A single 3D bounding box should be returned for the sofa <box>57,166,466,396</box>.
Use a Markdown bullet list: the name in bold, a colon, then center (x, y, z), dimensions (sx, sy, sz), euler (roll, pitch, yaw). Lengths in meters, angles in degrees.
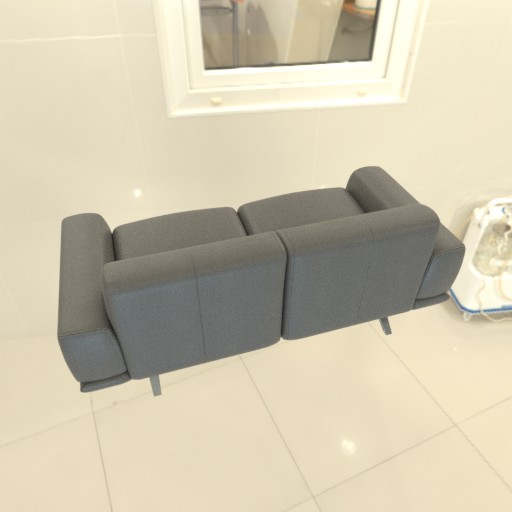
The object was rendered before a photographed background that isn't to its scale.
- **sofa**: center (0.000, 0.000, 2.342), dimensions (1.901, 0.772, 0.900), euler (-11, 42, -13)
